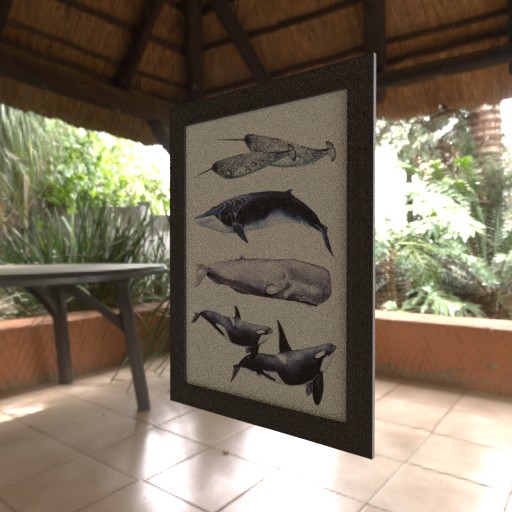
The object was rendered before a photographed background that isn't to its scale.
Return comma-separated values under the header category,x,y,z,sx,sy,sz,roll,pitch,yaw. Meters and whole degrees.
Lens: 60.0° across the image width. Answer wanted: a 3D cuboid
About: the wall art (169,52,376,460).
category,x,y,z,sx,sy,sz,roll,pitch,yaw
wall art,0.000,0.000,1.461,0.810,1.116,0.016,1,1,37
